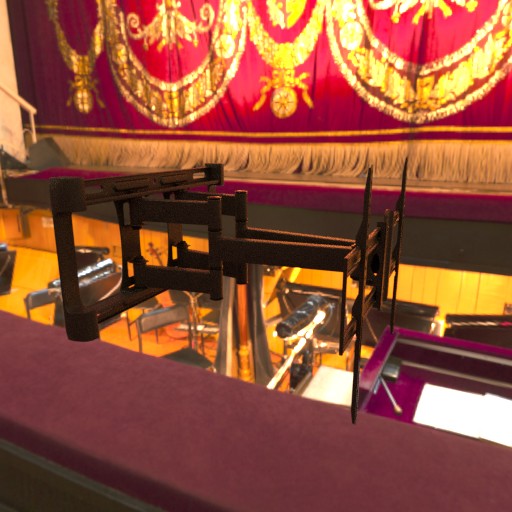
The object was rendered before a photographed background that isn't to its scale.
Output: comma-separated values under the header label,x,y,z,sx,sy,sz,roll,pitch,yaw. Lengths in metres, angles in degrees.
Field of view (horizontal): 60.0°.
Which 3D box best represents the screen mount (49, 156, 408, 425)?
label,x,y,z,sx,sy,sz,roll,pitch,yaw
screen mount,0.000,0.000,1.119,0.644,0.491,0.661,7,16,25
